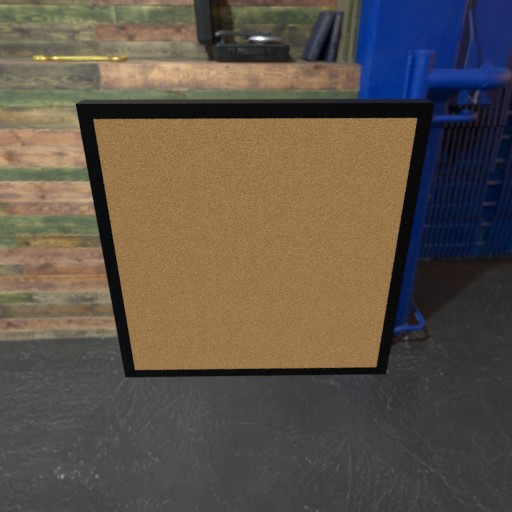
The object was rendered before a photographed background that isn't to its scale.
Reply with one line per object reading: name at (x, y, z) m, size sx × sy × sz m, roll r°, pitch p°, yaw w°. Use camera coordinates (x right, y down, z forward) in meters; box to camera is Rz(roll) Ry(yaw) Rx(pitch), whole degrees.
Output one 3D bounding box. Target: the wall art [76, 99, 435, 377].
wall art at (0.000, 0.000, 0.758) m, size 0.506 × 0.506 × 0.038 m, roll 0°, pitch 28°, yaw -1°
